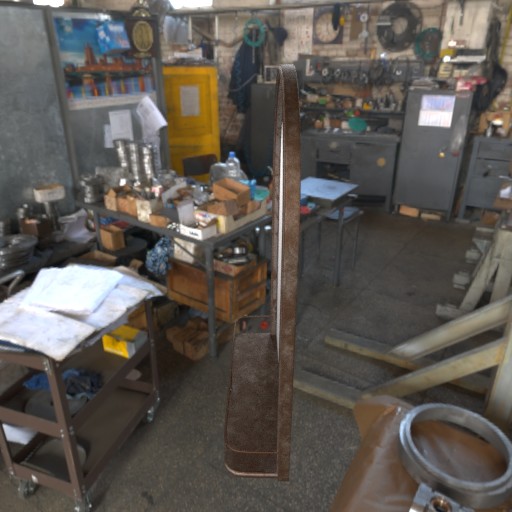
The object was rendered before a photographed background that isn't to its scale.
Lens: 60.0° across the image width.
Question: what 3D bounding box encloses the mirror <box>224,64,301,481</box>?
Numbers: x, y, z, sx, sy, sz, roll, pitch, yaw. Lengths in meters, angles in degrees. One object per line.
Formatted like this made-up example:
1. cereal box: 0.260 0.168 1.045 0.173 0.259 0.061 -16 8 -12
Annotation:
1. mirror: 0.000 0.000 0.970 0.137 0.770 0.510 0 24 0
